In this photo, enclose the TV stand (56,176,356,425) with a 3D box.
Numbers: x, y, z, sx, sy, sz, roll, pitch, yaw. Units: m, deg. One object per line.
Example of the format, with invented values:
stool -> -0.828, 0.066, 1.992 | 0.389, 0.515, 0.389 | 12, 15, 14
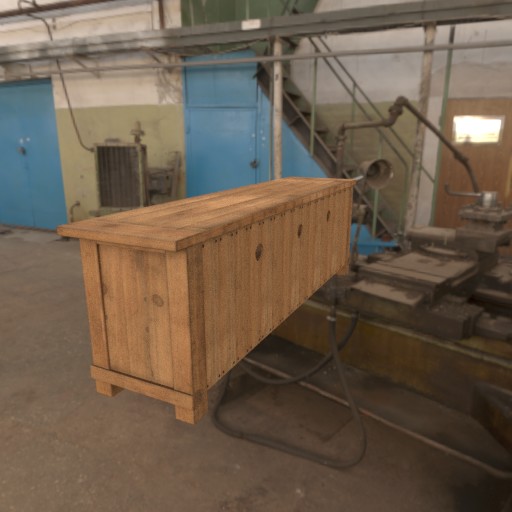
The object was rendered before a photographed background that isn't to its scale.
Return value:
TV stand -> 0.000, 0.000, 2.066 | 0.453, 0.573, 1.804 | 8, 17, 26
